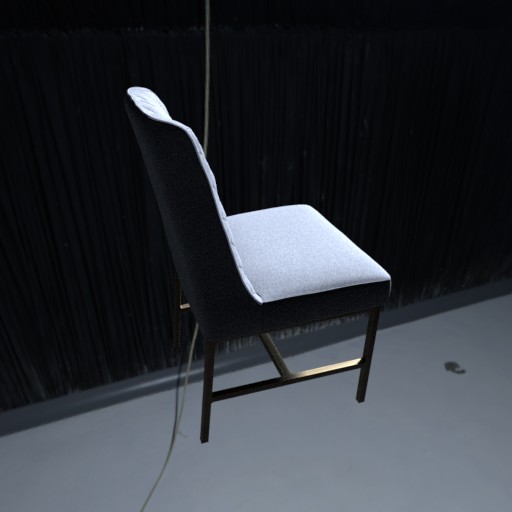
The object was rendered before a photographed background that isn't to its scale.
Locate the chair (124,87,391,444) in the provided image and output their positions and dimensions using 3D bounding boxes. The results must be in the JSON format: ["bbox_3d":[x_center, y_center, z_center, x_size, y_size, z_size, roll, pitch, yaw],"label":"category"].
[{"bbox_3d":[0.000,0.000,1.263,0.587,0.889,0.508,-10,32,-17],"label":"chair"}]
